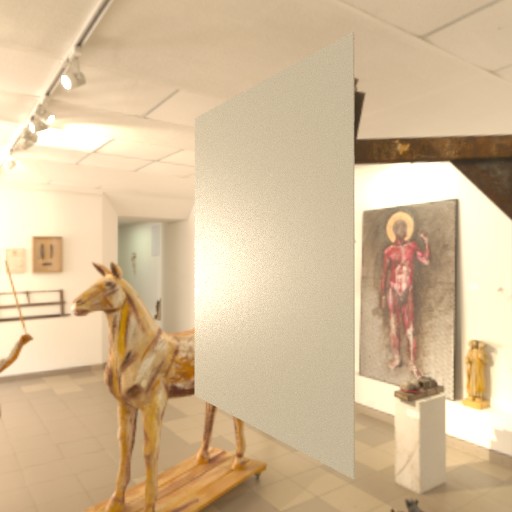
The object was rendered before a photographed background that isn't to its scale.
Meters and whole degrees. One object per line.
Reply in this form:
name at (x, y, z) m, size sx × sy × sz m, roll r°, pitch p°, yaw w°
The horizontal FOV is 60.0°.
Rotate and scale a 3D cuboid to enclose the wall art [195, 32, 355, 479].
wall art at (0.000, 0.000, 0.790) m, size 0.003 × 0.609 × 0.457 m, roll 0°, pitch 0°, yaw -36°
